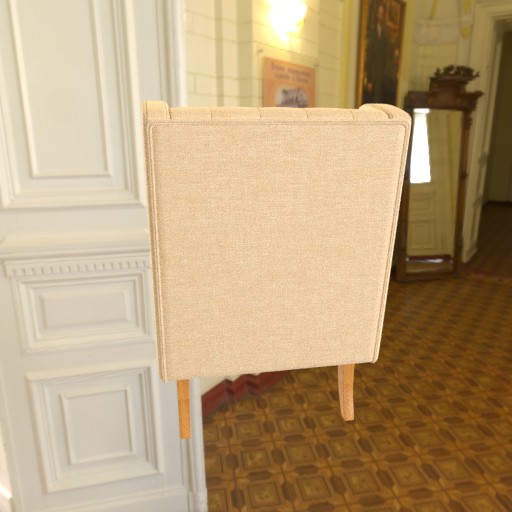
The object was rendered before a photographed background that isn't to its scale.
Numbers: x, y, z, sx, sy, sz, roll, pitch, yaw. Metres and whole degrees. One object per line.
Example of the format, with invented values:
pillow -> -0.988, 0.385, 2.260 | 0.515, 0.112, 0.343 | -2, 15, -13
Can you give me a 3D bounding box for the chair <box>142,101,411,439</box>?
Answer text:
chair -> 0.000, 0.000, 1.459 | 0.710, 0.930, 0.760 | -3, 15, -10
